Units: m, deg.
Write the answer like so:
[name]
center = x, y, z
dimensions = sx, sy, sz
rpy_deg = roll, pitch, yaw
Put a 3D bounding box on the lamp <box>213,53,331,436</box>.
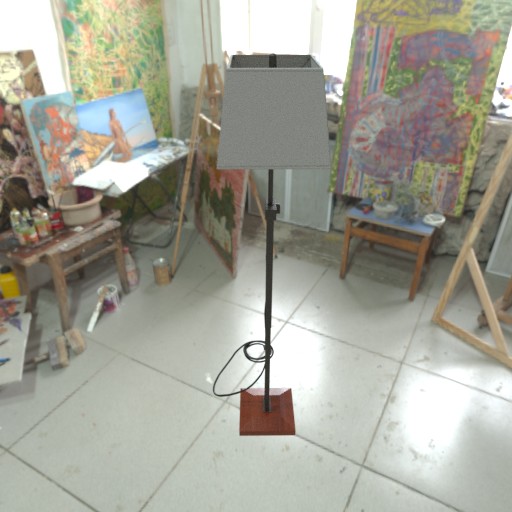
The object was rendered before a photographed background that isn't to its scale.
[lamp]
center = 0.000, 0.000, 1.997
dimensions = 0.472, 1.712, 0.745
rpy_deg = 0, 32, 0
